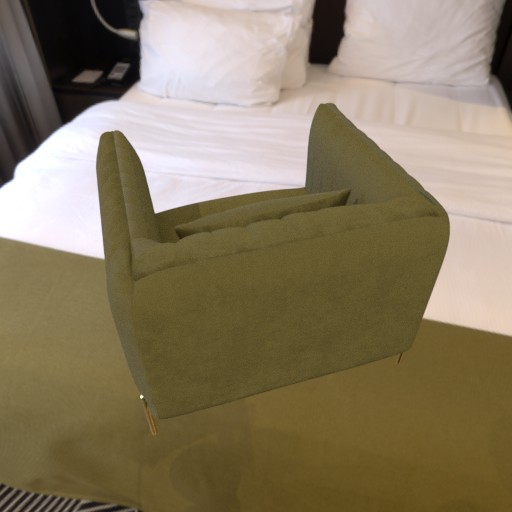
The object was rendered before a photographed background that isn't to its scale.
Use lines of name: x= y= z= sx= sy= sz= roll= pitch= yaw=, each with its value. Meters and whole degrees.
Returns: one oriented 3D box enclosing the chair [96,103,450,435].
chair: x=0.000 y=0.000 z=1.682 sx=1.032 sy=0.794 sz=0.877 roll=-12 pitch=42 yaw=-13
